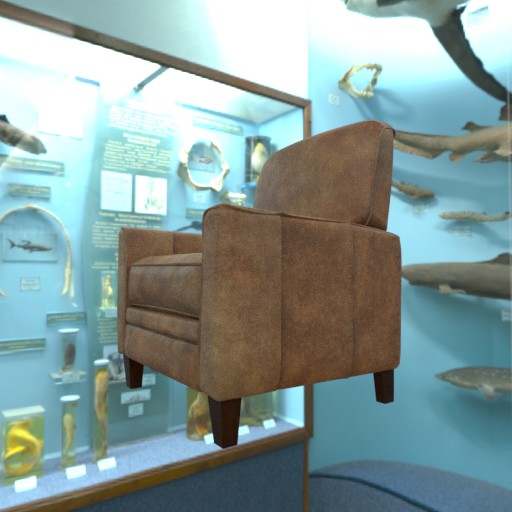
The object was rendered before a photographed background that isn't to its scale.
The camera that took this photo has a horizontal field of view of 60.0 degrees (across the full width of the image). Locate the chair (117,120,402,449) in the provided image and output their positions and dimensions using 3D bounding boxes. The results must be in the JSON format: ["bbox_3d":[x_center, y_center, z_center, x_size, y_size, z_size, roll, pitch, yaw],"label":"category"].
[{"bbox_3d":[0.000,0.000,1.683,0.836,1.043,0.843,1,-2,-35],"label":"chair"}]
